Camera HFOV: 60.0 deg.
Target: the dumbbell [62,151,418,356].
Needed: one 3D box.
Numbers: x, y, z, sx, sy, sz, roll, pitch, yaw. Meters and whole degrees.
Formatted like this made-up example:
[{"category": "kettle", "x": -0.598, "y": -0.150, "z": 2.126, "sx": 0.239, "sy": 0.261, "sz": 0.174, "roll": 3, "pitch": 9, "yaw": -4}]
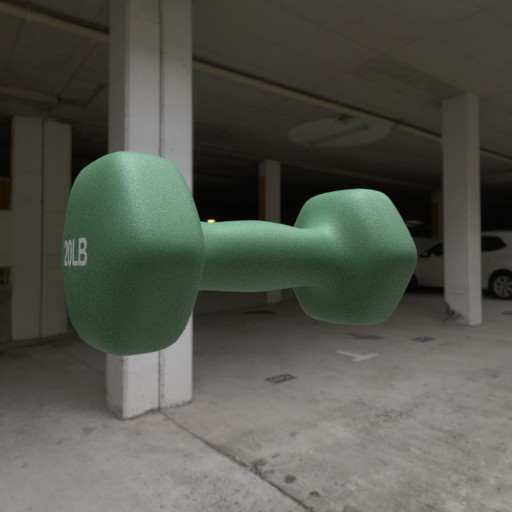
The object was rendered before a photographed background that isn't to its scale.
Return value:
[{"category": "dumbbell", "x": 0.000, "y": 0.000, "z": 0.325, "sx": 0.257, "sy": 0.114, "sz": 0.126, "roll": 1, "pitch": -1, "yaw": -37}]
